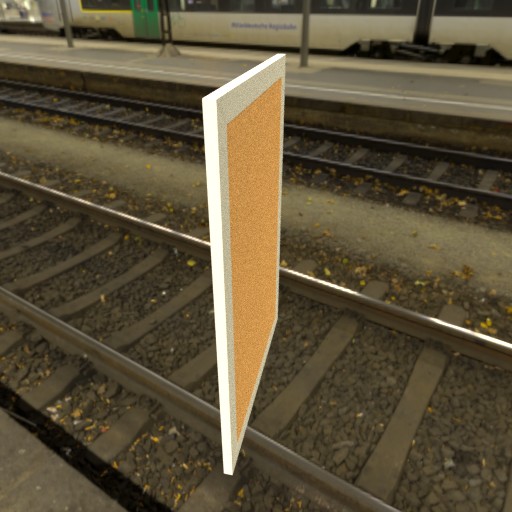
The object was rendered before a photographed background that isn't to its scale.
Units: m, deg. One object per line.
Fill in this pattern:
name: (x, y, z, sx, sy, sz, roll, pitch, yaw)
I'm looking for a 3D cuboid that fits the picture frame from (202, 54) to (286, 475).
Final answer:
picture frame: (0.000, 0.000, 0.588, 0.011, 0.459, 0.326, 6, 31, 11)
